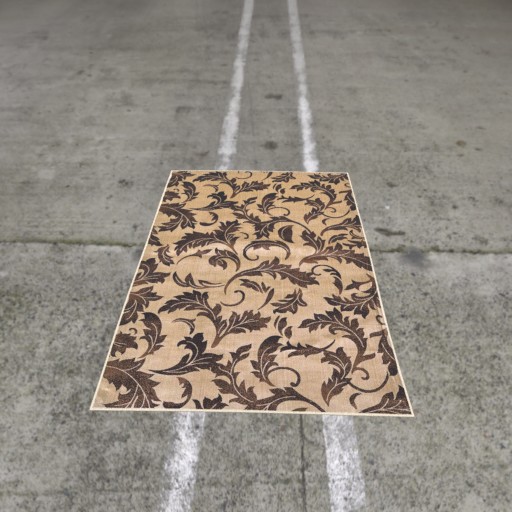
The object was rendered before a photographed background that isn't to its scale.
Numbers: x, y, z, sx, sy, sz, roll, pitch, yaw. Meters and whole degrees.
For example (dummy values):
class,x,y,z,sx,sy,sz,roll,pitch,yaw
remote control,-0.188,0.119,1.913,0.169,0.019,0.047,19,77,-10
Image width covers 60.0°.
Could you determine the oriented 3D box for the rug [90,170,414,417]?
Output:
class,x,y,z,sx,sy,sz,roll,pitch,yaw
rug,0.000,0.000,2.931,1.522,0.008,2.284,1,40,1
